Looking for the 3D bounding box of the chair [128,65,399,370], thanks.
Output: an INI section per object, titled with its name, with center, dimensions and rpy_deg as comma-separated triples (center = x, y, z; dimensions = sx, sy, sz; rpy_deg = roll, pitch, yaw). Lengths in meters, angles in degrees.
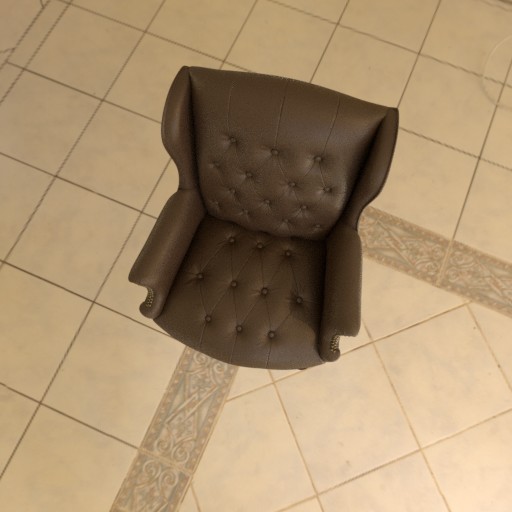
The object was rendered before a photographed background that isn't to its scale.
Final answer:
[chair]
center = 0.000, 0.000, 1.690
dimensions = 0.829, 1.132, 0.819
rpy_deg = 13, 75, 4
